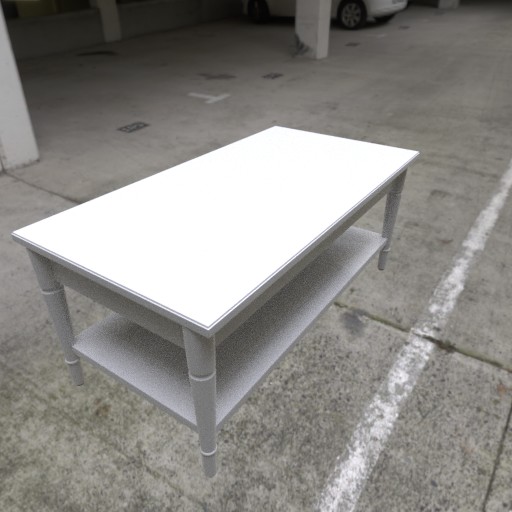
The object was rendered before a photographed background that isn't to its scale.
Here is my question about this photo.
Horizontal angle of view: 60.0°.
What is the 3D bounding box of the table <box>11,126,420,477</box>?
[{"bbox_3d":[0.000,0.000,1.320,0.559,0.457,1.067,20,36,29],"label":"table"}]
